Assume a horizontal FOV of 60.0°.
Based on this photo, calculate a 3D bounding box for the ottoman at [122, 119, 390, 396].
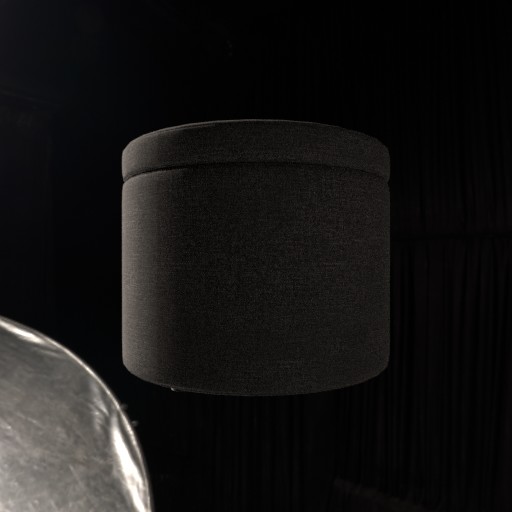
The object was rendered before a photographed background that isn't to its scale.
[{"bbox_3d":[0.000,0.000,0.864,0.500,0.419,0.500,0,0,0],"label":"ottoman"}]
